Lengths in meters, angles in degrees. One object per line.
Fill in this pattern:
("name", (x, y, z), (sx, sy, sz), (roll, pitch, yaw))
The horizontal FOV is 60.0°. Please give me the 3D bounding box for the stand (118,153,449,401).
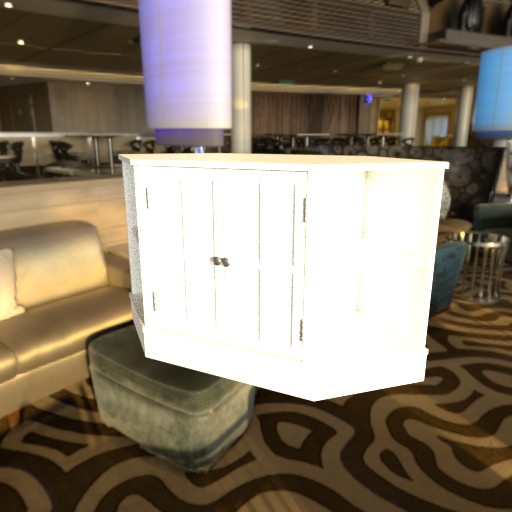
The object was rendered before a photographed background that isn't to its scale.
("stand", (0.000, 0.000, 1.412), (1.072, 0.614, 0.477), (7, 17, 25))
